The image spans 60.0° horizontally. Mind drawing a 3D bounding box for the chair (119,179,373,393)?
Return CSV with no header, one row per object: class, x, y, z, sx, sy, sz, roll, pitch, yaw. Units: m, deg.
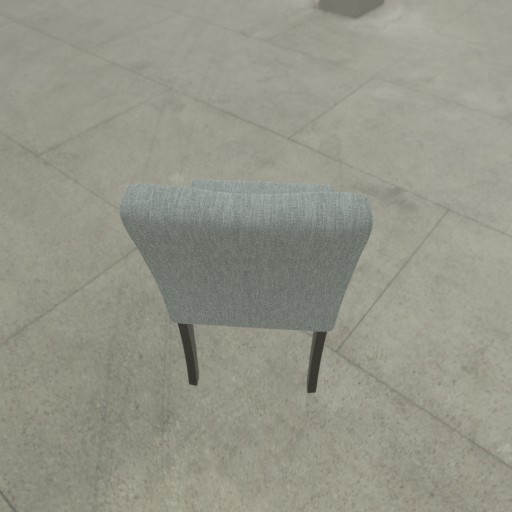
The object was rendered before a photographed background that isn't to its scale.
chair,0.000,0.000,1.268,0.487,0.884,0.629,3,47,3
